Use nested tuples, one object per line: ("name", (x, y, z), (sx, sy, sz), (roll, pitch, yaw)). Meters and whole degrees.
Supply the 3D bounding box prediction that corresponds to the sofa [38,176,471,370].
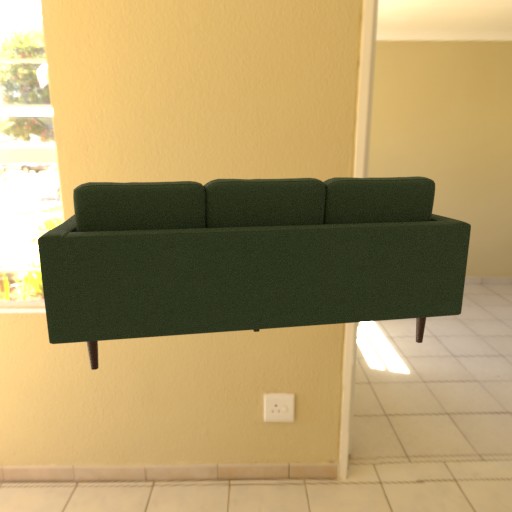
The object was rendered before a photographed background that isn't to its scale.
("sofa", (0.000, 0.000, 2.505), (2.029, 0.899, 0.879), (-2, 14, -10))
